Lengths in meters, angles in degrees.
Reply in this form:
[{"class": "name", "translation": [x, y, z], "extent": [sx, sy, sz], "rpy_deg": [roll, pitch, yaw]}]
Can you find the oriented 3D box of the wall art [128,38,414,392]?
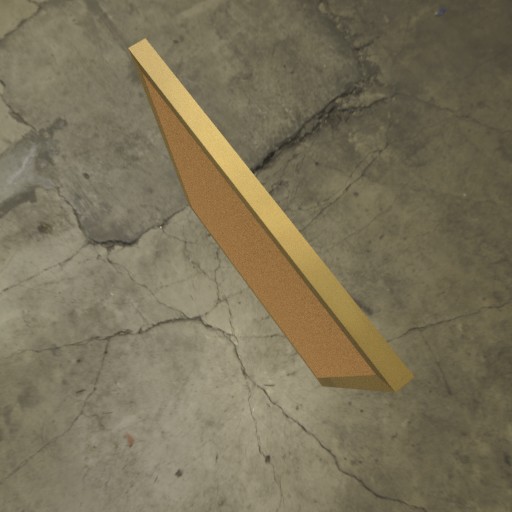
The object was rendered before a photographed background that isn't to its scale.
[{"class": "wall art", "translation": [0.000, 0.000, 1.116], "extent": [0.038, 0.762, 0.762], "rpy_deg": [-35, 77, -9]}]
